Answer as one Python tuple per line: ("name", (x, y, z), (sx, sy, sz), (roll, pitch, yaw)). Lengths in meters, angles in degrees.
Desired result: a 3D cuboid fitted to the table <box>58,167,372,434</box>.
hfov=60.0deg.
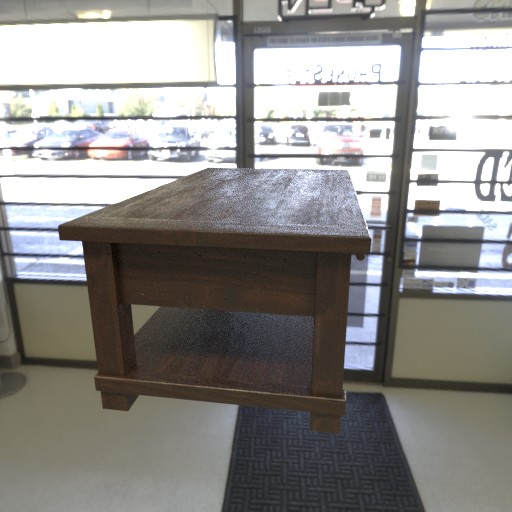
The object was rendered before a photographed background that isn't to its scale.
("table", (0.000, 0.000, 1.599), (0.700, 0.494, 1.270), (3, 17, 9))
